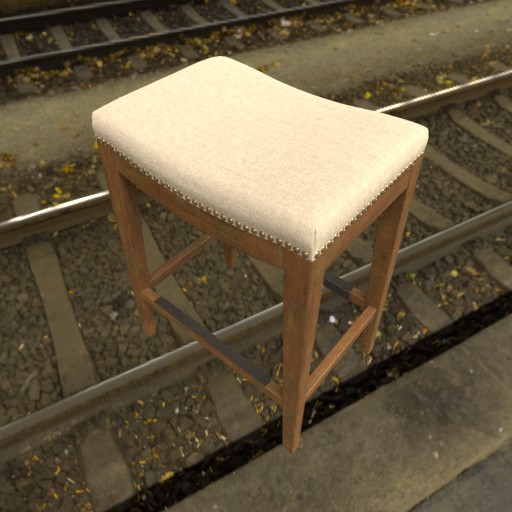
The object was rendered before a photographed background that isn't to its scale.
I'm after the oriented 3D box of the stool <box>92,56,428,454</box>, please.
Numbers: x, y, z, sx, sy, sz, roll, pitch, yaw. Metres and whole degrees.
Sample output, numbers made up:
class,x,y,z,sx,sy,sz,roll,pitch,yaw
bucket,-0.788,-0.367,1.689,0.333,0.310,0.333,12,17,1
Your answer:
class,x,y,z,sx,sy,sz,roll,pitch,yaw
stool,0.000,0.000,0.961,0.508,0.660,0.356,31,53,27
